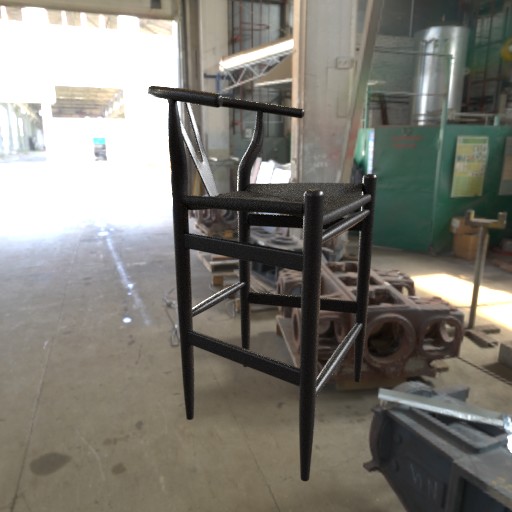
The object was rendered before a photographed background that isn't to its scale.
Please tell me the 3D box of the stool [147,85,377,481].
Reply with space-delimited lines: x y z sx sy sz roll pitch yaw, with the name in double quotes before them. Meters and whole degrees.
"stool" 0.000 0.000 1.336 0.579 0.970 0.569 7 16 26
